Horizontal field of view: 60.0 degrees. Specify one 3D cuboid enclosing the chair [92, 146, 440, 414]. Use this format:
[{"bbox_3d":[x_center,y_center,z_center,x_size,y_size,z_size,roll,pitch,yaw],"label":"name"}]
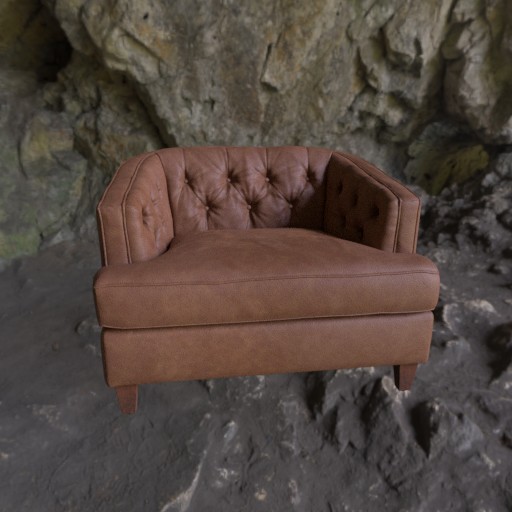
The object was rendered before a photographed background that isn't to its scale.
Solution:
[{"bbox_3d":[0.000,0.000,1.790,1.119,0.836,0.911,-2,16,-8],"label":"chair"}]
